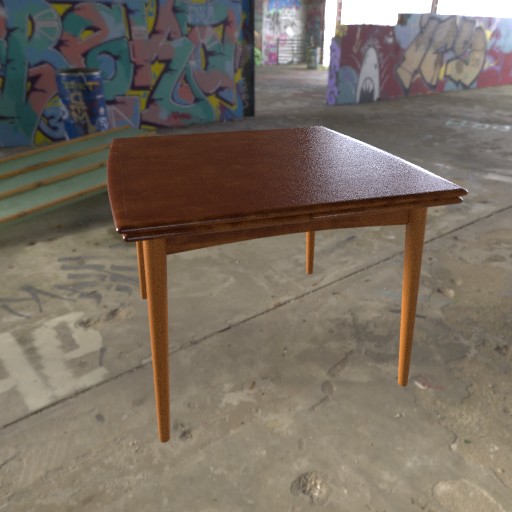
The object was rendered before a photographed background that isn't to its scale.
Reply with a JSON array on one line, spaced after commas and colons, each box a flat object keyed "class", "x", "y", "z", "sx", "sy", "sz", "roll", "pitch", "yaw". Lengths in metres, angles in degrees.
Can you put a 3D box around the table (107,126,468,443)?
[{"class": "table", "x": 0.000, "y": 0.000, "z": 1.702, "sx": 0.991, "sy": 0.754, "sz": 0.991, "roll": -8, "pitch": 28, "yaw": -15}]
